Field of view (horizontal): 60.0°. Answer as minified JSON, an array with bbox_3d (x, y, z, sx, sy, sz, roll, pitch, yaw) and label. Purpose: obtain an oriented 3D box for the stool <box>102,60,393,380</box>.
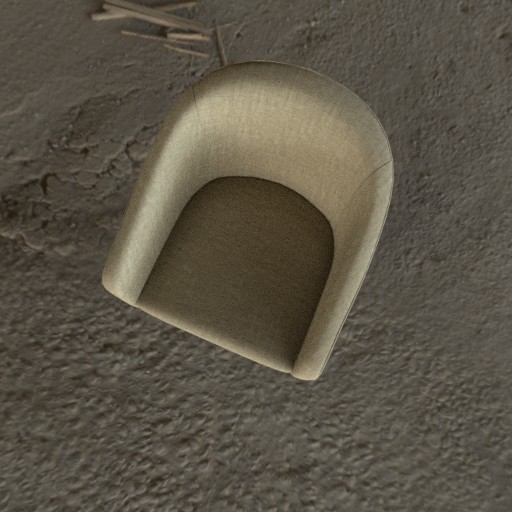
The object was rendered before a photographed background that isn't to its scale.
[{"bbox_3d":[0.000,0.000,1.406,0.559,1.078,0.607,22,76,6],"label":"stool"}]
